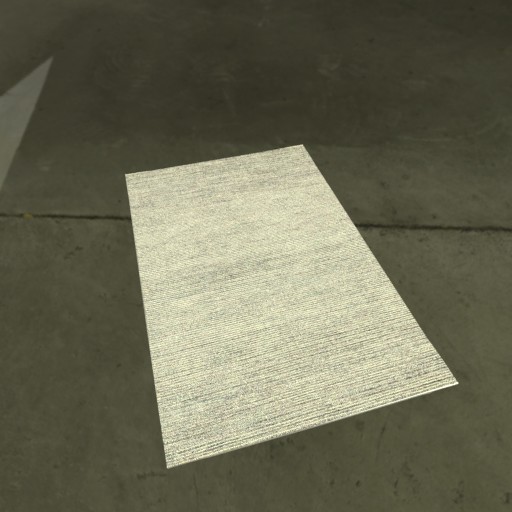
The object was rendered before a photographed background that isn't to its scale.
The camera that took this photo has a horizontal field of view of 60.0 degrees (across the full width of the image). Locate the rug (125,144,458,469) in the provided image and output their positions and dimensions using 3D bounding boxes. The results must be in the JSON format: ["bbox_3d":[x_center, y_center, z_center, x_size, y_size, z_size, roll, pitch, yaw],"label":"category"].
[{"bbox_3d":[0.000,0.000,2.232,1.159,0.021,1.789,-12,48,-11],"label":"rug"}]
